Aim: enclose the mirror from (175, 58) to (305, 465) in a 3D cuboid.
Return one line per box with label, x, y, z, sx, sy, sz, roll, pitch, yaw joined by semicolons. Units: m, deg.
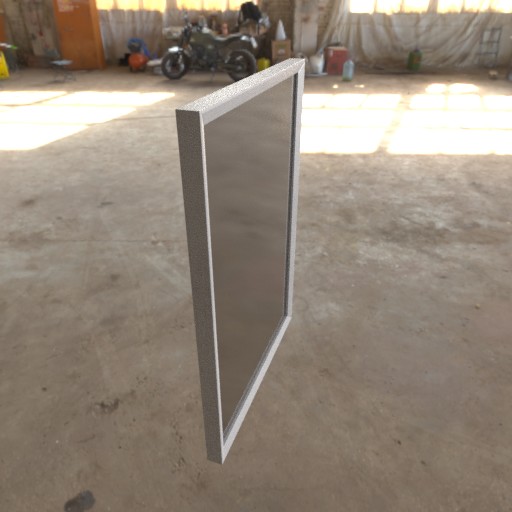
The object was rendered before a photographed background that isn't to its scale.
mirror;0.000;0.000;0.938;0.039;0.710;0.507;11;33;17
